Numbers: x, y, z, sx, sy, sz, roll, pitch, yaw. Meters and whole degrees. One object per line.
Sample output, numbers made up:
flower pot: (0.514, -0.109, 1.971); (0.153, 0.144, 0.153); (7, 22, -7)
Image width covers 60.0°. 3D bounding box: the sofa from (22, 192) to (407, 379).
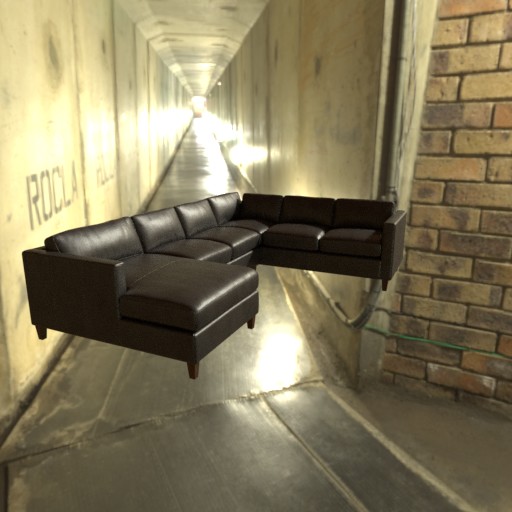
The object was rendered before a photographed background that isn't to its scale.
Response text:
sofa: (0.000, 0.000, 4.428); (2.452, 0.891, 3.324); (7, 16, 24)
